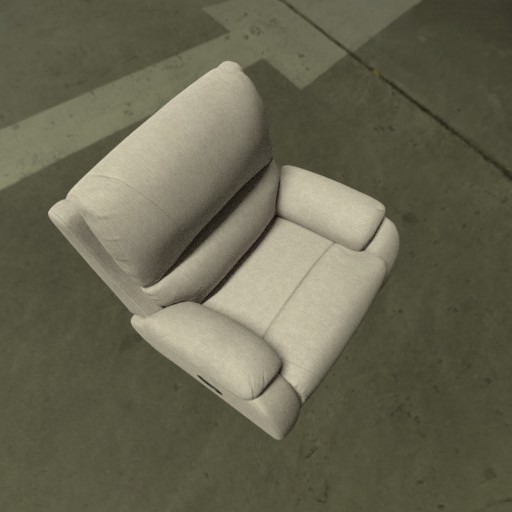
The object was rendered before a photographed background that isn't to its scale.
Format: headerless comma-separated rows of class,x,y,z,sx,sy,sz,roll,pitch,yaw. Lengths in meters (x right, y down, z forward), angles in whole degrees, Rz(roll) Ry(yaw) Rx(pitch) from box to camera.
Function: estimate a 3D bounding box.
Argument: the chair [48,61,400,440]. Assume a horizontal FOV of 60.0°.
chair,0.000,0.000,1.675,0.899,1.011,0.930,32,65,17
